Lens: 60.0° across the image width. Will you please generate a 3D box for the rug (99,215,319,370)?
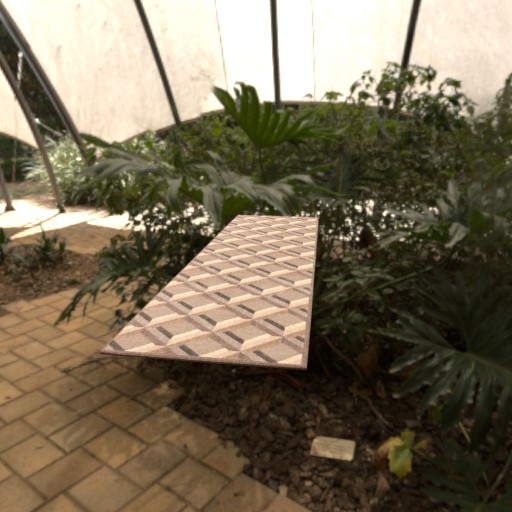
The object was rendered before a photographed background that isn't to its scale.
[{"bbox_3d":[0.000,0.000,2.568,0.685,0.013,2.437,2,16,8],"label":"rug"}]
